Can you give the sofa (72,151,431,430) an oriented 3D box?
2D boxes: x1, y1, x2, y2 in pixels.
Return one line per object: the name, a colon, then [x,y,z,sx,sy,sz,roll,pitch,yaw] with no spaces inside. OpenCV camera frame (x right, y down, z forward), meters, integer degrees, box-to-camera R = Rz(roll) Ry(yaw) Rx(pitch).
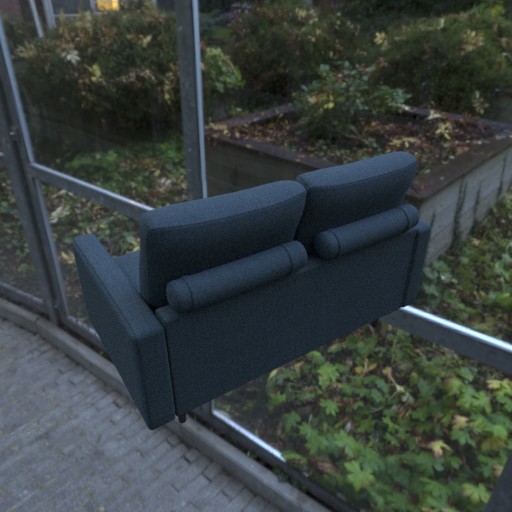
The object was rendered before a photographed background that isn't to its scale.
sofa: [0.000,0.000,2.009,1.407,0.907,0.842,-18,35,-29]
